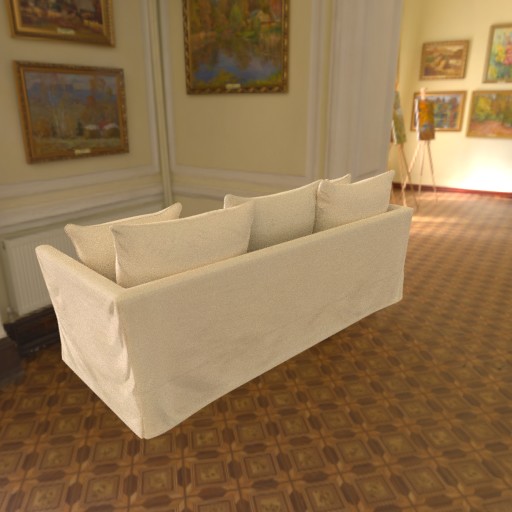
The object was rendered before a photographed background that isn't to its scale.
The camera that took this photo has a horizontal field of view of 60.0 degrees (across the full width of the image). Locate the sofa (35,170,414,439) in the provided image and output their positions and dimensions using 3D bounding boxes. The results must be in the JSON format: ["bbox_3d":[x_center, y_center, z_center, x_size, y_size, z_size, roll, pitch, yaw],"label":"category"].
[{"bbox_3d":[0.000,0.000,3.021,2.484,1.042,1.030,-17,25,-41],"label":"sofa"}]
